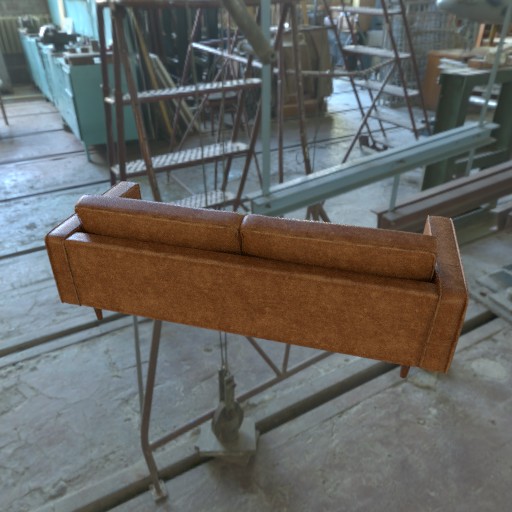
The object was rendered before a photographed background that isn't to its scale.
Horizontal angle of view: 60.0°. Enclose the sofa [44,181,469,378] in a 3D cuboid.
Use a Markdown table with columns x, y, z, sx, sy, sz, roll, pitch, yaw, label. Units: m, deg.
| x | y | z | sx | sy | sz | roll | pitch | yaw | label |
| --- | --- | --- | --- | --- | --- | --- | --- | --- | --- |
| 0.000 | 0.000 | 2.615 | 2.199 | 0.779 | 0.886 | 8 | 33 | 13 | sofa |
